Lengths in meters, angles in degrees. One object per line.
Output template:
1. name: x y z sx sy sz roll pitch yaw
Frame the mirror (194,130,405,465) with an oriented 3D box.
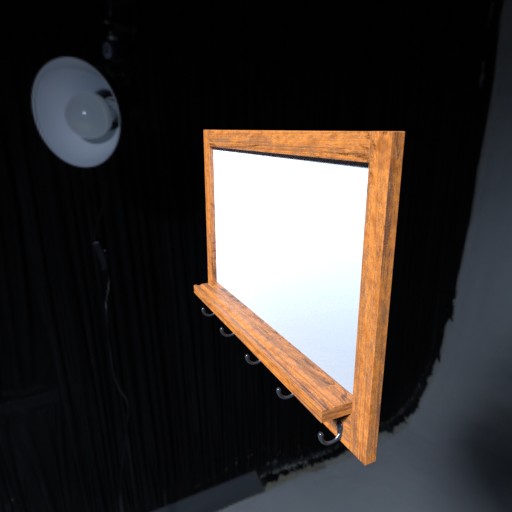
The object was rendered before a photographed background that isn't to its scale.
1. mirror: 0.000 0.000 0.984 0.084 0.537 0.758 -8 18 -25
